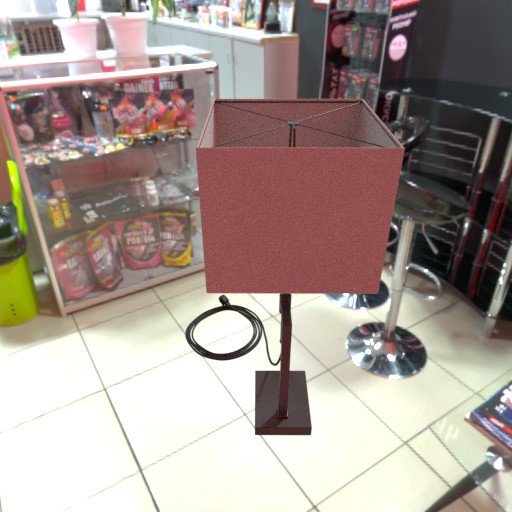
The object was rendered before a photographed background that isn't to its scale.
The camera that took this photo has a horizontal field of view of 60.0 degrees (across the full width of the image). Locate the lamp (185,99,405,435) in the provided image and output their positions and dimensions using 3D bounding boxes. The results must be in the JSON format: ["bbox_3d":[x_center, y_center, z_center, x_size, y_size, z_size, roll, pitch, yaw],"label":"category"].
[{"bbox_3d":[0.000,0.000,0.980,0.399,0.660,0.504,0,32,0],"label":"lamp"}]
